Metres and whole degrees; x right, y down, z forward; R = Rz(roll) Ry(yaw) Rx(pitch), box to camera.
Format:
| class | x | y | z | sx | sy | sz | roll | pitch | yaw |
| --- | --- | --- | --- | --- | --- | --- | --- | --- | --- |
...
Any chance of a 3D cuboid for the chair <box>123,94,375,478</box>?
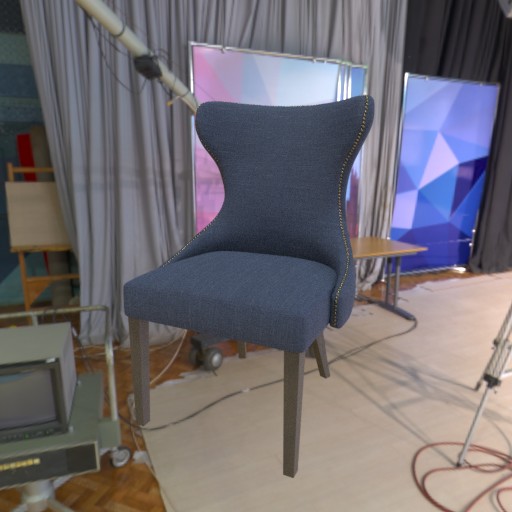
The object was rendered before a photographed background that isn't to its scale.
| class | x | y | z | sx | sy | sz | roll | pitch | yaw |
| --- | --- | --- | --- | --- | --- | --- | --- | --- | --- |
| chair | 0.000 | 0.000 | 1.382 | 0.628 | 0.967 | 0.635 | 7 | 16 | 25 |
